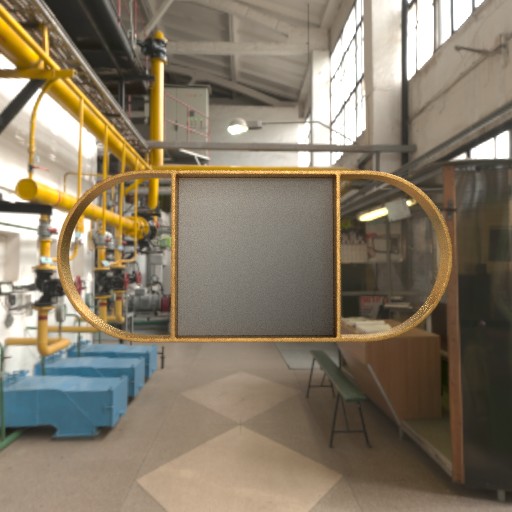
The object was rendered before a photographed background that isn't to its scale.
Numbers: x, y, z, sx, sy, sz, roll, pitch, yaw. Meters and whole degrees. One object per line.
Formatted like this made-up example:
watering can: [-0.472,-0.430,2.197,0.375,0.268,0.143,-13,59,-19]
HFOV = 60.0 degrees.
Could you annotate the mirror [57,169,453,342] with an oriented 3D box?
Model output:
mirror: [0.000,0.000,0.669,0.584,0.254,0.032,0,-1,-1]
